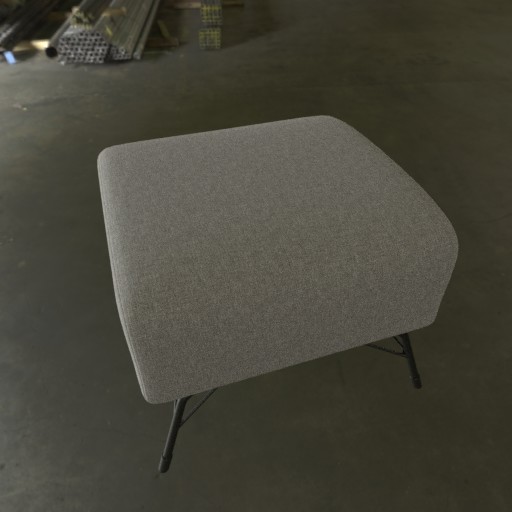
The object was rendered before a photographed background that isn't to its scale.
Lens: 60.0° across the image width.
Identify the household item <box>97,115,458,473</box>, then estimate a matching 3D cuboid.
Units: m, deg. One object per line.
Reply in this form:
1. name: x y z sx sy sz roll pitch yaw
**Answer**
1. household item: 0.000 0.000 0.880 0.530 0.410 0.530 -13 42 -14
